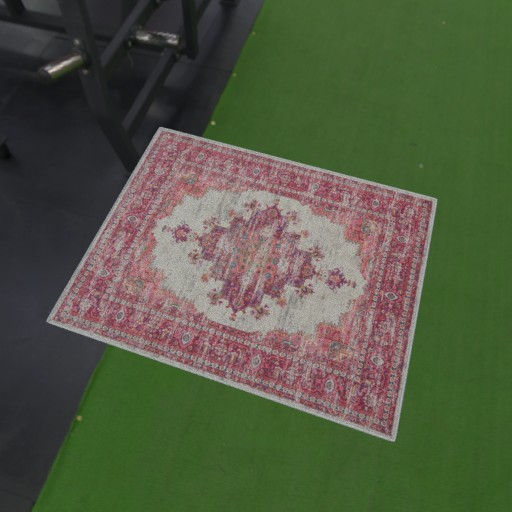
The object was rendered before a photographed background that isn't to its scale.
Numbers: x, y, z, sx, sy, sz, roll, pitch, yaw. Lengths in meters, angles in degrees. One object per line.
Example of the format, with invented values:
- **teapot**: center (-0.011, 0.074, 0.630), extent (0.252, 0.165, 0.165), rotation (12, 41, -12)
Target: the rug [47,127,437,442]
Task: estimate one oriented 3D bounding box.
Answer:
- **rug**: center (0.000, 0.000, 4.246), extent (3.123, 0.017, 2.447), rotation (17, 63, 9)
